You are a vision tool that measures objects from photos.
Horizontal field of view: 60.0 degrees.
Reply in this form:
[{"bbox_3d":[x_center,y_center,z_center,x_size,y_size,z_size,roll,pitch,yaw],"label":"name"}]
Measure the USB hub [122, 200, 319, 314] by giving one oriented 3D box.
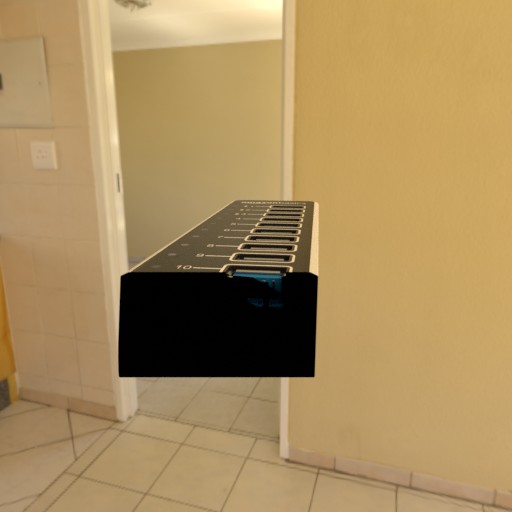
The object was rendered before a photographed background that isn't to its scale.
[{"bbox_3d":[0.000,0.000,0.161,0.044,0.023,0.145,2,14,8],"label":"USB hub"}]
